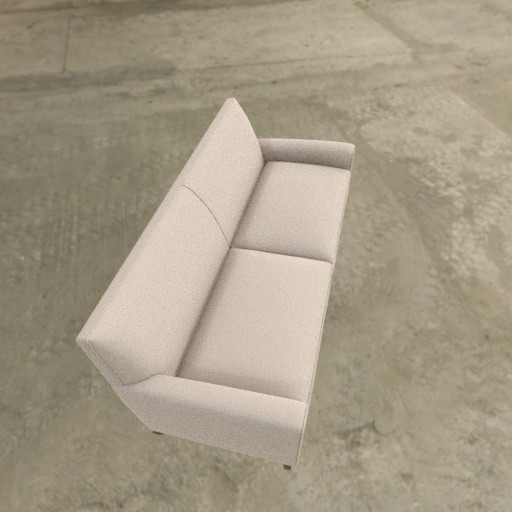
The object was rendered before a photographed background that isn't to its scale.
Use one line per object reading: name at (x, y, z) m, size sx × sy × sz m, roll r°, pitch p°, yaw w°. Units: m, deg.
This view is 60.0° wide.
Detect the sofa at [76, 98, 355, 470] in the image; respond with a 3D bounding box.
sofa at (0.000, 0.000, 2.462) m, size 0.875 × 0.846 × 2.000 m, roll 10°, pitch 47°, yaw 10°
